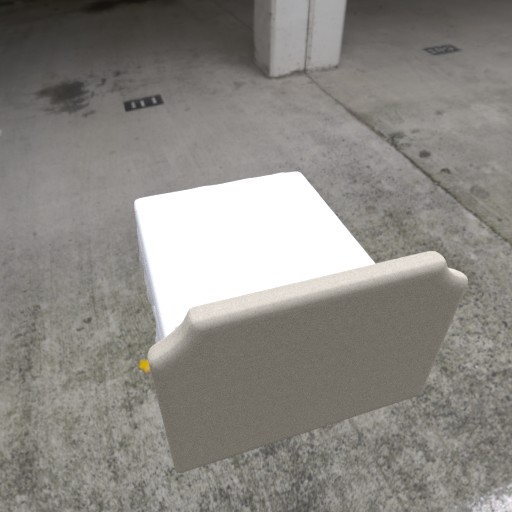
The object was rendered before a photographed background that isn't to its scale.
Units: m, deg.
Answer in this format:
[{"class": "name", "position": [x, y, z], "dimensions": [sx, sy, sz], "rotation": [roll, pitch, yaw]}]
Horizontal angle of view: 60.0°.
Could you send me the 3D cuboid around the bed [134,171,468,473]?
[{"class": "bed", "position": [0.000, 0.000, 3.171], "dimensions": [1.693, 1.290, 2.116], "rotation": [-12, 42, -14]}]
